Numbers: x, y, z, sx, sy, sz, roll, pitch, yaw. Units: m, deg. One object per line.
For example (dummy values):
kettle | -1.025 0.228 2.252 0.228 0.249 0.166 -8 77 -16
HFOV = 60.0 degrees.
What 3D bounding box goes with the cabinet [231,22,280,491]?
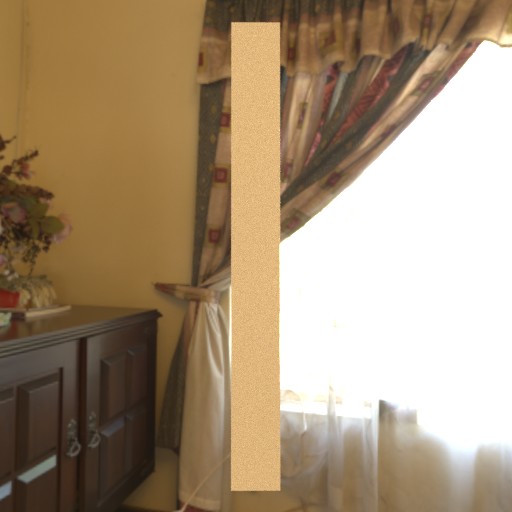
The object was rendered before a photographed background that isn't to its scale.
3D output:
cabinet | 0.000 0.000 1.997 0.192 1.770 0.643 0 -1 0
